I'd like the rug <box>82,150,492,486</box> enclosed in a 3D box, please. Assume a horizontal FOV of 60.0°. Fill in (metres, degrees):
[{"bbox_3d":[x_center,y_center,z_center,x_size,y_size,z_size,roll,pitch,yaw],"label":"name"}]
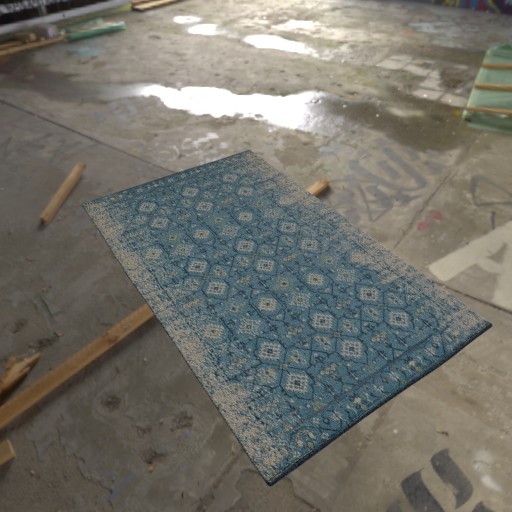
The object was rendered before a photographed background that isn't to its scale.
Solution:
[{"bbox_3d":[0.000,0.000,2.885,1.530,0.015,2.449,-24,47,-25],"label":"rug"}]
